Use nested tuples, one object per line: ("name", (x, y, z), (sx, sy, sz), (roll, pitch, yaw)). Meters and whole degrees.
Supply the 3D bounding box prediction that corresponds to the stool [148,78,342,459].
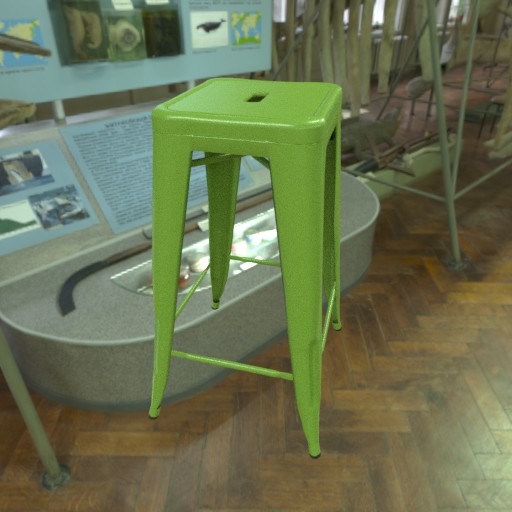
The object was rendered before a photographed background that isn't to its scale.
("stool", (0.000, 0.000, 0.874), (0.358, 0.609, 0.398), (8, 32, 13))
